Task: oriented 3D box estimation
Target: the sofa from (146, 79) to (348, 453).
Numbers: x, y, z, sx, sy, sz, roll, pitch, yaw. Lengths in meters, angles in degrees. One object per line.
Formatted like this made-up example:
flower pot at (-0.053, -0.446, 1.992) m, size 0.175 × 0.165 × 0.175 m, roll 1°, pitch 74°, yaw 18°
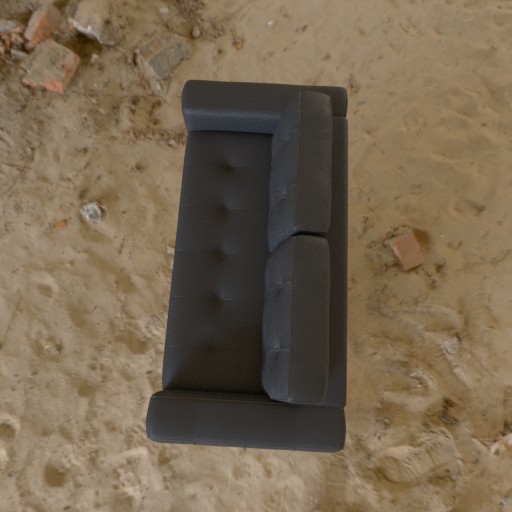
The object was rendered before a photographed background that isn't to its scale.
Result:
sofa at (0.000, 0.000, 2.186) m, size 0.833 × 0.893 × 1.726 m, roll 3°, pitch 76°, yaw 1°
